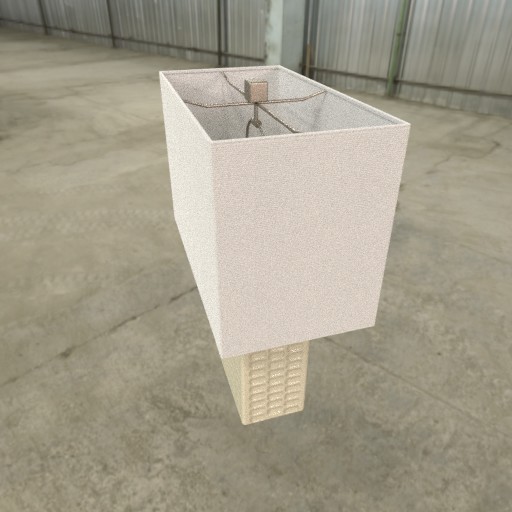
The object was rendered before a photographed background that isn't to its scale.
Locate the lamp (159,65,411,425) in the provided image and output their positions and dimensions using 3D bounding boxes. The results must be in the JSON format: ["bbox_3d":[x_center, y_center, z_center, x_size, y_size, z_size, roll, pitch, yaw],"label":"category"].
[{"bbox_3d":[0.000,0.000,0.688,0.200,0.515,0.380,-9,33,-14],"label":"lamp"}]
